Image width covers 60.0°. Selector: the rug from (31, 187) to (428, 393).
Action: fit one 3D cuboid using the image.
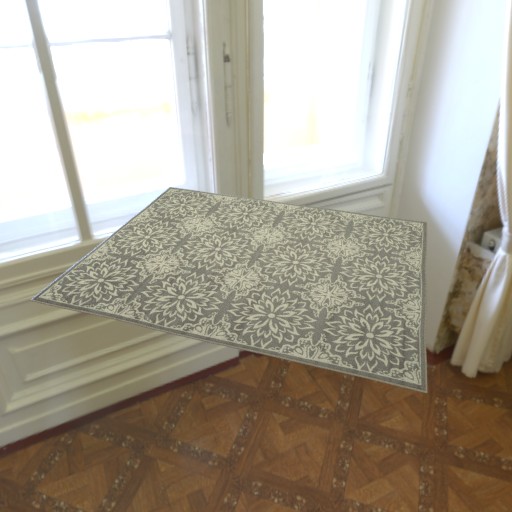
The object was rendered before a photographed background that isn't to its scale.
[{"bbox_3d":[0.000,0.000,4.058,2.980,0.012,2.363,10,33,15],"label":"rug"}]
